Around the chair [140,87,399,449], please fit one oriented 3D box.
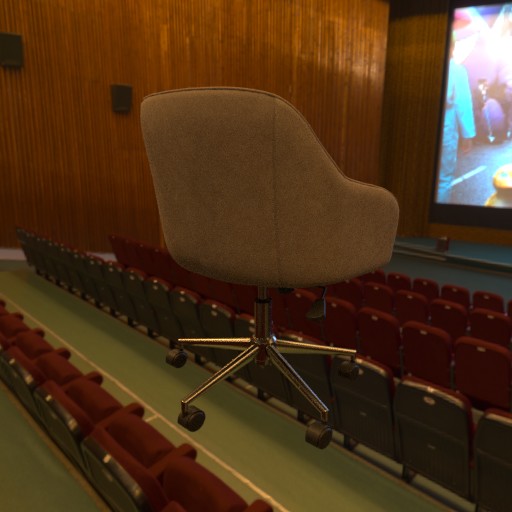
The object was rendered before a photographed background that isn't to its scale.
[{"bbox_3d":[0.000,0.000,1.248,0.573,0.831,0.635,-13,19,-43],"label":"chair"}]
